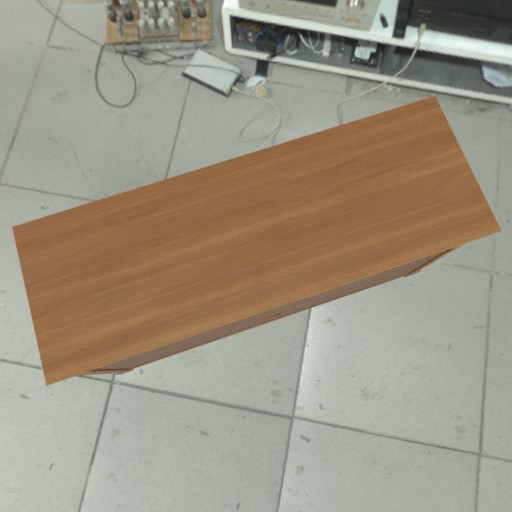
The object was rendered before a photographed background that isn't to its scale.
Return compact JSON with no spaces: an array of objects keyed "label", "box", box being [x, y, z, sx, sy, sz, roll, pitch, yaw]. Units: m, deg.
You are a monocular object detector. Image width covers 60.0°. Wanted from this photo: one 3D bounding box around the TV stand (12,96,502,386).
[{"label":"TV stand","box":[0.000,0.000,1.417,1.181,0.607,0.417,-18,77,-4]}]
